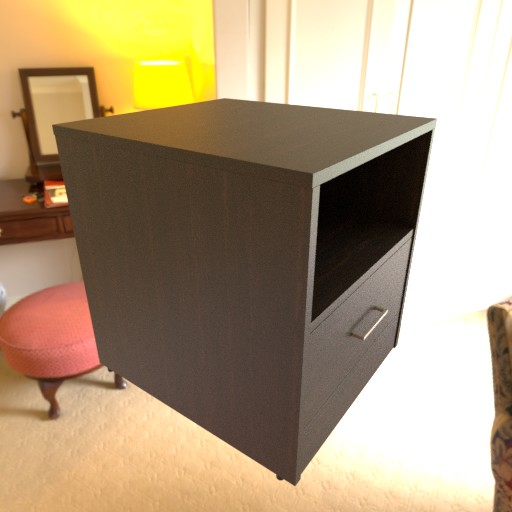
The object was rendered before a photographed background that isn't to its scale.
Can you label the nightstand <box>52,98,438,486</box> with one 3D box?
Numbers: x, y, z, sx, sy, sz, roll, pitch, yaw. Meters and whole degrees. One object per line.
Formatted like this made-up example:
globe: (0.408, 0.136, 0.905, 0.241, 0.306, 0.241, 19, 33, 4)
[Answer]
nightstand: (0.000, 0.000, 0.784, 0.461, 0.460, 0.400, 18, 32, 32)
